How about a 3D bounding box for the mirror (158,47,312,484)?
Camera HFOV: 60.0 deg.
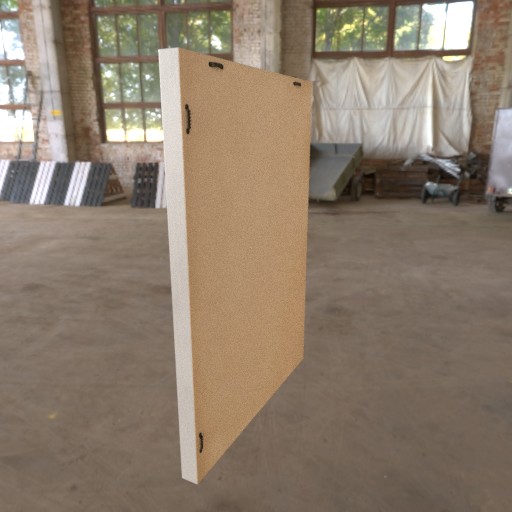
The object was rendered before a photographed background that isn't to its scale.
[{"bbox_3d":[0.000,0.000,0.911,0.039,0.710,0.507,8,18,26],"label":"mirror"}]
